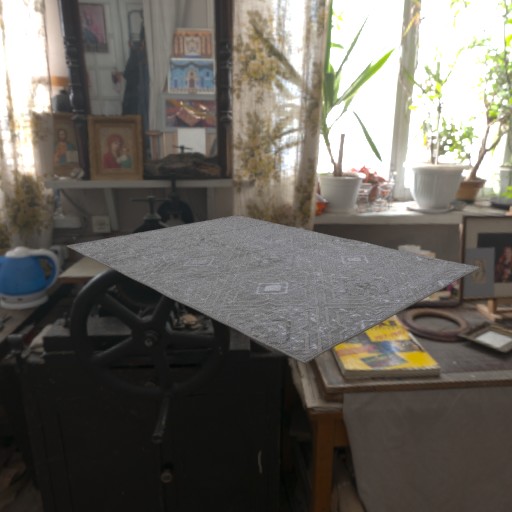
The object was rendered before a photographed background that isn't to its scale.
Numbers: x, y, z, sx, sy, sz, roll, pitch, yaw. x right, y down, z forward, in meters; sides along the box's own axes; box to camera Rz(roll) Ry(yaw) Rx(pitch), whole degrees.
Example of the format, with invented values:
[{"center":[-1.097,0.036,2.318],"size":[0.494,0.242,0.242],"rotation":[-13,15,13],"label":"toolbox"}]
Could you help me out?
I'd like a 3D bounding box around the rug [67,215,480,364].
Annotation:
[{"center":[0.000,0.000,4.391],"size":[2.448,0.020,3.359],"rotation":[-15,22,-41],"label":"rug"}]
